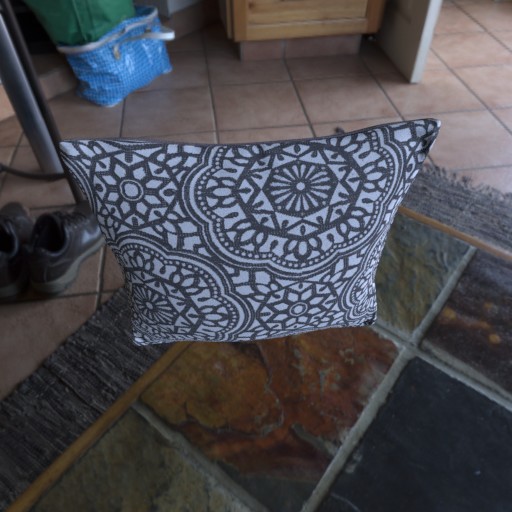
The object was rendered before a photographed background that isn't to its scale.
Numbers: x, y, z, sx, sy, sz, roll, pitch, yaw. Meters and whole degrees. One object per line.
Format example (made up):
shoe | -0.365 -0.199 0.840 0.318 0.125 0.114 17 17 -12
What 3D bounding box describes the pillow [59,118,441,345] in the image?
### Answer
pillow | 0.000 0.000 0.644 0.436 0.417 0.148 -4 47 -4
